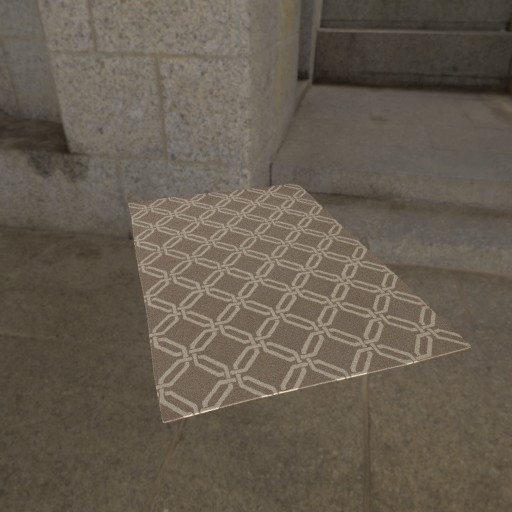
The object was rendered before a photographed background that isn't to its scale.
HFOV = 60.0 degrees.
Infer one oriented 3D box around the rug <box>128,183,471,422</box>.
[{"bbox_3d":[0.000,0.000,2.204,1.142,0.010,1.748,-9,32,-15],"label":"rug"}]
